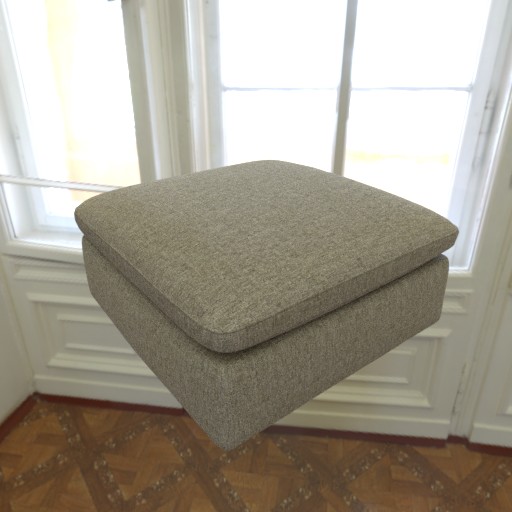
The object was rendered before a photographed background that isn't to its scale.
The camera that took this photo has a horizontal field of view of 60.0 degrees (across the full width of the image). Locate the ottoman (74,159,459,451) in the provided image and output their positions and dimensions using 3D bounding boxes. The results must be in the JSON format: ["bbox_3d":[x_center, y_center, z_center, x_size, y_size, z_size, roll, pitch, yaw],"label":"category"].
[{"bbox_3d":[0.000,0.000,1.656,1.035,0.526,1.039,-19,33,-33],"label":"ottoman"}]
